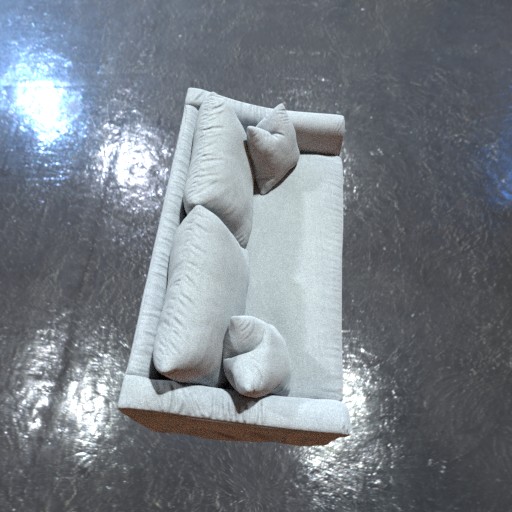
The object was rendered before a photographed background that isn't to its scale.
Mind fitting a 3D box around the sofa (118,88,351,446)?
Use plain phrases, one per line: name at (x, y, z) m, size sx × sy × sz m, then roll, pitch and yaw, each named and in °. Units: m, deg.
sofa at (0.000, 0.000, 2.663) m, size 1.072 × 1.018 × 2.010 m, roll 4°, pitch 62°, yaw 2°
